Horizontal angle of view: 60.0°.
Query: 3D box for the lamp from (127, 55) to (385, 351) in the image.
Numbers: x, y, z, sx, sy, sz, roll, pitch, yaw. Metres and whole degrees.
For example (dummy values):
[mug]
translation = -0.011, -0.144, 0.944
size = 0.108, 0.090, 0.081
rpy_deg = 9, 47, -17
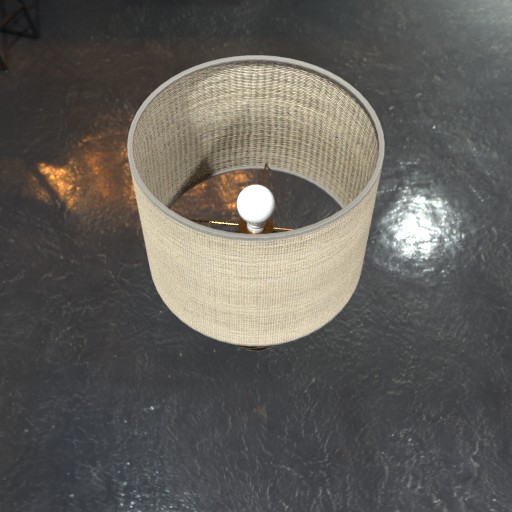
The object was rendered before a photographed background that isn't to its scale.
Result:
[lamp]
translation = 0.000, 0.000, 0.817
size = 0.376, 0.594, 0.376
rpy_deg = 0, 58, 0
